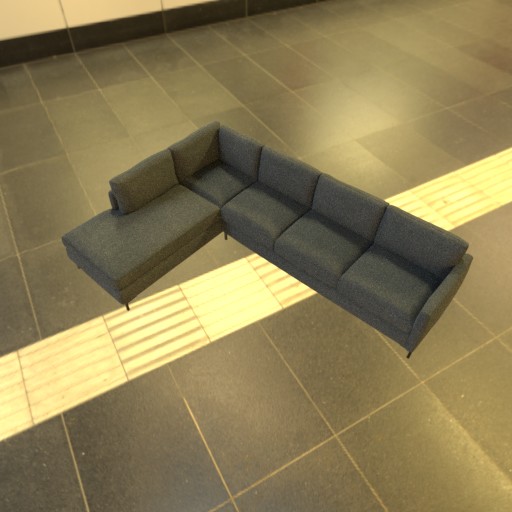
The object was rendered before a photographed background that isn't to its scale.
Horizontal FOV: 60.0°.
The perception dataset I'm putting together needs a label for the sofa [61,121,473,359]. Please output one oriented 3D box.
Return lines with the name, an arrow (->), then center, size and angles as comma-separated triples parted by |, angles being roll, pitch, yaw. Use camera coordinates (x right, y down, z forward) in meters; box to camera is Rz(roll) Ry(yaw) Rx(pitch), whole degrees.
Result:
sofa -> 0.000, 0.000, 3.816 | 2.949, 0.815, 2.007 | 32, 55, 27
